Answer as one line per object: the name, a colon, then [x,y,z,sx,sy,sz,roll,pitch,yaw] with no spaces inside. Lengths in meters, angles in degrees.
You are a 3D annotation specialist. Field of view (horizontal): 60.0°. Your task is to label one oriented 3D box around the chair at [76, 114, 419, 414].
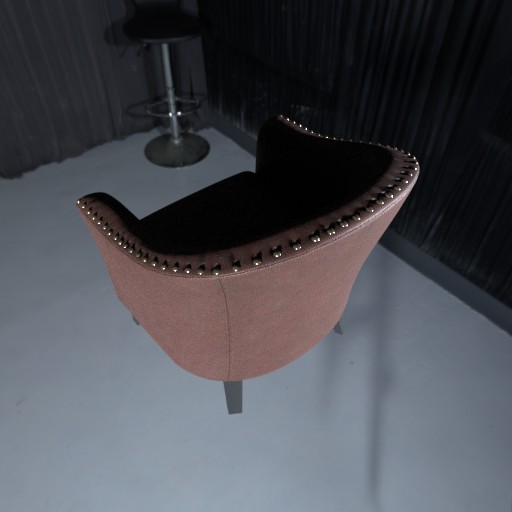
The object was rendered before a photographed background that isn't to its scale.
chair: [0.000,0.000,1.409,0.794,0.823,0.748,-31,53,-26]
